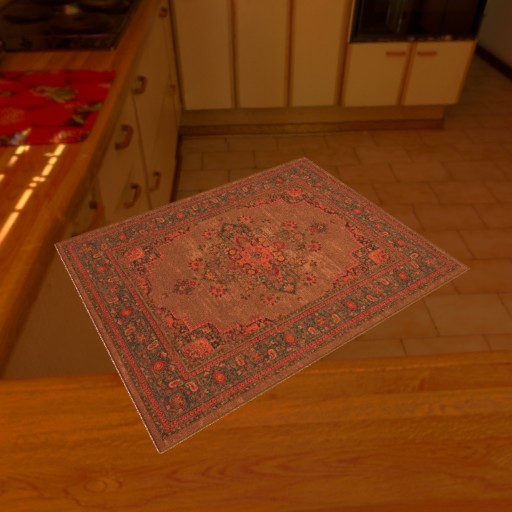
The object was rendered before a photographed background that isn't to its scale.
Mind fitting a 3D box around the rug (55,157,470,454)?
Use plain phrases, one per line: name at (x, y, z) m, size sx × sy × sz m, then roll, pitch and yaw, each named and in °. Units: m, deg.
rug at (0.000, 0.000, 4.148) m, size 3.057 × 0.013 × 2.434 m, roll -24°, pitch 47°, yaw -24°
